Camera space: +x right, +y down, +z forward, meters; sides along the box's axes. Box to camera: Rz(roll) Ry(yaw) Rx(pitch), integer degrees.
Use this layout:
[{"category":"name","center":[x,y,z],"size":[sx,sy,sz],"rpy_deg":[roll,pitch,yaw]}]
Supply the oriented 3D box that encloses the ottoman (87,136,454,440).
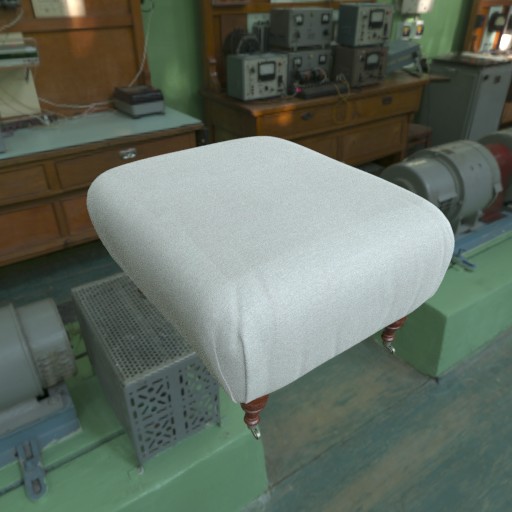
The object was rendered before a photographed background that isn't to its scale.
[{"category":"ottoman","center":[0.000,0.000,1.149],"size":[0.639,0.450,0.746],"rpy_deg":[-21,38,-30]}]
